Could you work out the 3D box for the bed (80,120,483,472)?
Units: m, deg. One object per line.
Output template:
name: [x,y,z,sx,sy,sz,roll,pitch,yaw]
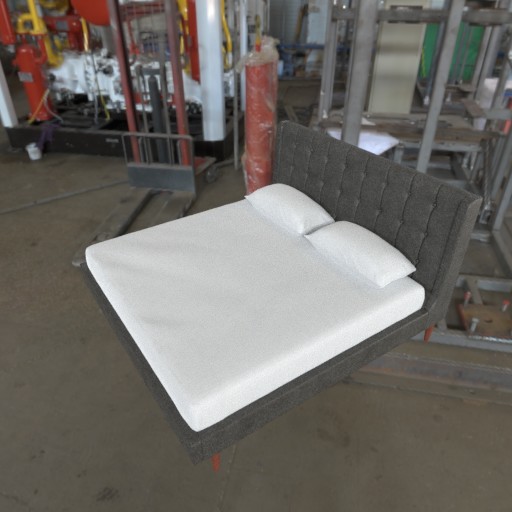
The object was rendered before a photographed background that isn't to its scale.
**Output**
bed: [0.000,0.000,3.147,2.031,1.158,1.903,-20,38,-28]
